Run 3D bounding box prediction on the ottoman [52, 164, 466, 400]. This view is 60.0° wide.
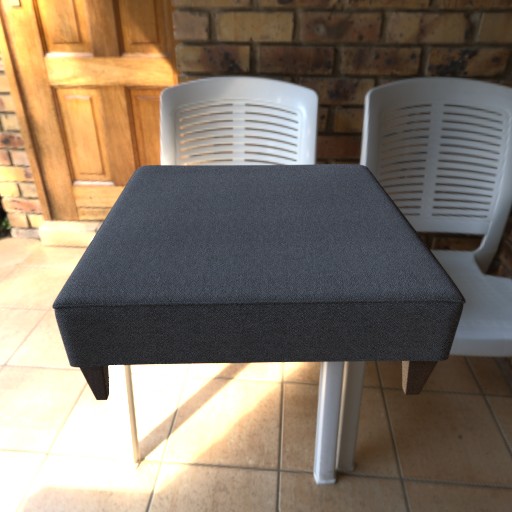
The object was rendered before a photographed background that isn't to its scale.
[{"bbox_3d":[0.000,0.000,1.510,0.970,0.378,0.981,-1,30,-1],"label":"ottoman"}]
